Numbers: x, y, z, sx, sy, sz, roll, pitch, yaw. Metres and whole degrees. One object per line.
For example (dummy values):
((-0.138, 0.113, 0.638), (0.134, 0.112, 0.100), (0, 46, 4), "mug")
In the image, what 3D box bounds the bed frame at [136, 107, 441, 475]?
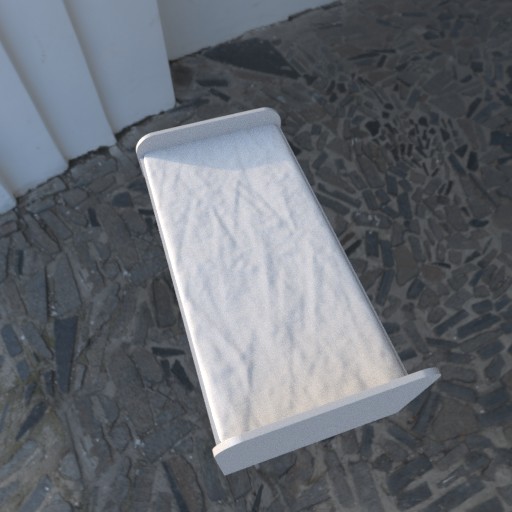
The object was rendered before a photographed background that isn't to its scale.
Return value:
((0.000, 0.000, 2.525), (0.998, 0.805, 1.963), (-16, 60, -10), "bed frame")
